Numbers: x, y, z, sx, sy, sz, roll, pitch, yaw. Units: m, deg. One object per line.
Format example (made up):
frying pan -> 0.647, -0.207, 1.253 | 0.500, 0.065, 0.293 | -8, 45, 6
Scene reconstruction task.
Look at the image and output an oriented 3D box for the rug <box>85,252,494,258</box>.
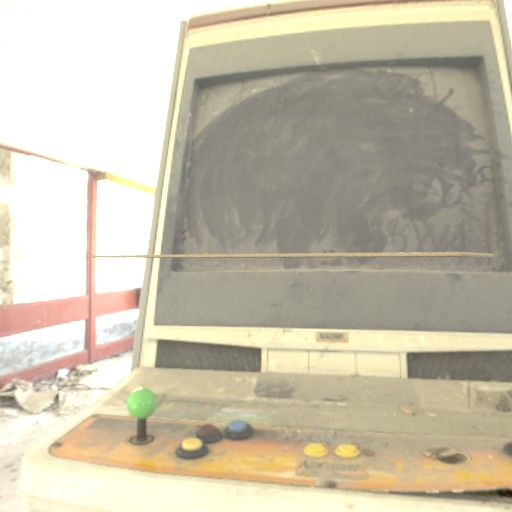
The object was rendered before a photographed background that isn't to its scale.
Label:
rug -> 0.000, 0.000, 2.480 | 2.276, 0.014, 0.678 | 0, -1, 37
